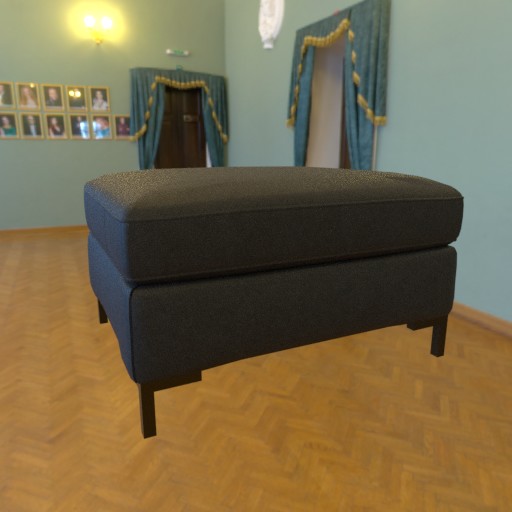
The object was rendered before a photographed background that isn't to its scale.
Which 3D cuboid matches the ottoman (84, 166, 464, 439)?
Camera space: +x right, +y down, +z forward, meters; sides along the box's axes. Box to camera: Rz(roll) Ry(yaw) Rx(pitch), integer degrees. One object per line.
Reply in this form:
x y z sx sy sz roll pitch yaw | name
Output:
0.000 0.000 1.769 1.187 0.696 0.967 -7 15 -25 | ottoman
